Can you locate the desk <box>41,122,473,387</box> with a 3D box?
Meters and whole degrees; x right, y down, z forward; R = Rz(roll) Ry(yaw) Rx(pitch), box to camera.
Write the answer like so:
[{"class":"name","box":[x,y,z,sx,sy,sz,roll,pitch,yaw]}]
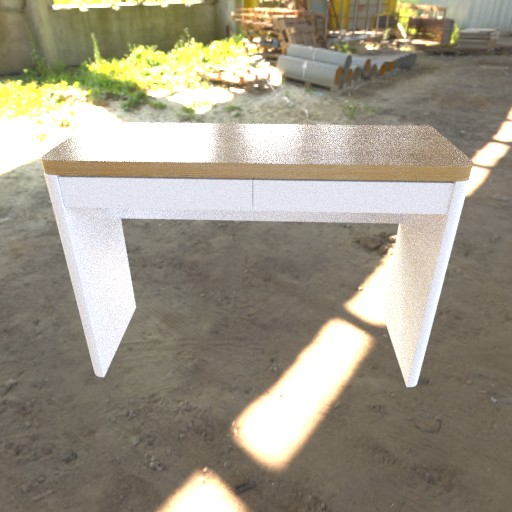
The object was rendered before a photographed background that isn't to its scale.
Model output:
[{"class":"desk","box":[0.000,0.000,1.456,1.100,0.760,0.390,1,30,2]}]
